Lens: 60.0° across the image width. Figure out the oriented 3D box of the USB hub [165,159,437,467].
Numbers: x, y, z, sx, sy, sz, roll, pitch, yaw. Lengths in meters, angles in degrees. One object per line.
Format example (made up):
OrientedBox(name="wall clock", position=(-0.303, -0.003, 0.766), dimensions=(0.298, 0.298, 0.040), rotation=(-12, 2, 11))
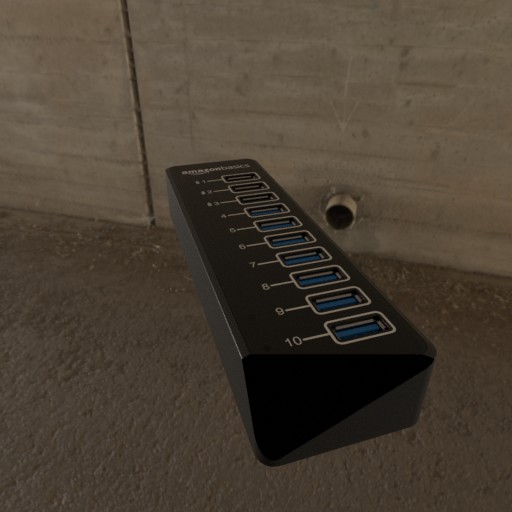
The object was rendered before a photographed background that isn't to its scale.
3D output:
OrientedBox(name="USB hub", position=(0.000, 0.000, 0.159), dimensions=(0.044, 0.023, 0.145), rotation=(-9, 32, -15))
